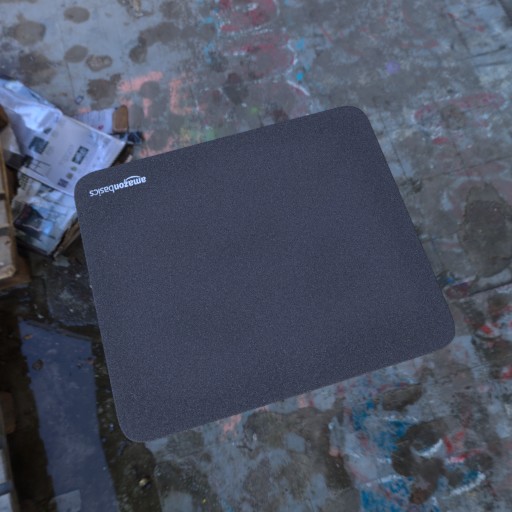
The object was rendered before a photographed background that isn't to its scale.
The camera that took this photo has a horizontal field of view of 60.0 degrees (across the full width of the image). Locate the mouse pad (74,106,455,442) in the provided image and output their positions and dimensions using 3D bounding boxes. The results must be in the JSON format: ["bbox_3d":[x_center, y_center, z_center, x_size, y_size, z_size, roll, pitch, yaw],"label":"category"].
[{"bbox_3d":[0.000,0.000,0.338,0.249,0.002,0.211,-16,74,-5],"label":"mouse pad"}]
